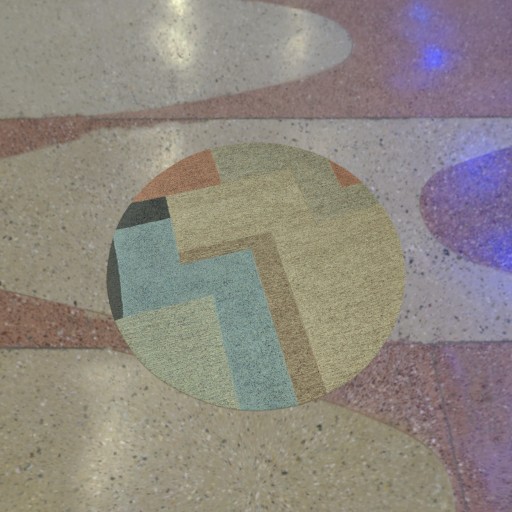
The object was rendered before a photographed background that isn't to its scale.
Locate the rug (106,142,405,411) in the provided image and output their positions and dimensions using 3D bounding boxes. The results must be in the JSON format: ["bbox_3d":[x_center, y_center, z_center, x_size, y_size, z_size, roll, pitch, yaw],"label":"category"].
[{"bbox_3d":[0.000,0.000,3.689,2.461,0.033,2.461,0,63,0],"label":"rug"}]
